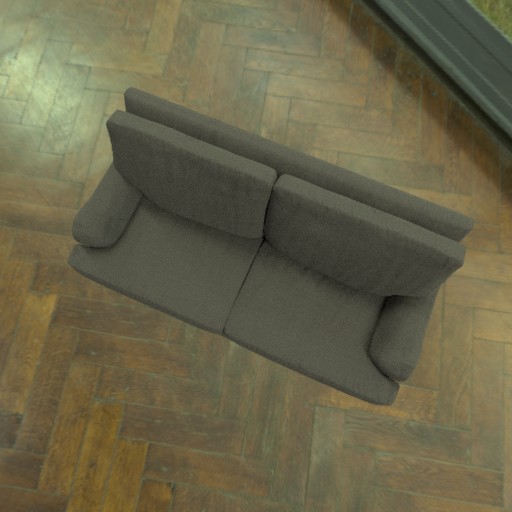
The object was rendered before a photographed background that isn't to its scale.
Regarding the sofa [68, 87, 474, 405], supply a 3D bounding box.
[{"bbox_3d":[0.000,0.000,2.757,2.165,1.087,1.086,23,75,6],"label":"sofa"}]
